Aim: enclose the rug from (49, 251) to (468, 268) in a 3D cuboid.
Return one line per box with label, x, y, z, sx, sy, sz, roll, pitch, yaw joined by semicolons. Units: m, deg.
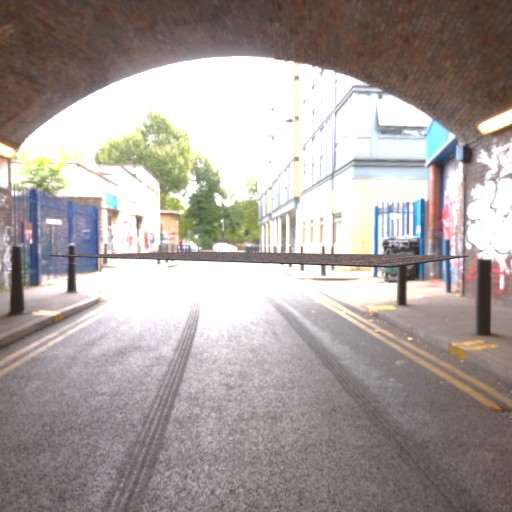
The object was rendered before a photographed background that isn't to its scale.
rug;0.000;0.000;2.293;1.819;0.005;1.200;1;2;35
